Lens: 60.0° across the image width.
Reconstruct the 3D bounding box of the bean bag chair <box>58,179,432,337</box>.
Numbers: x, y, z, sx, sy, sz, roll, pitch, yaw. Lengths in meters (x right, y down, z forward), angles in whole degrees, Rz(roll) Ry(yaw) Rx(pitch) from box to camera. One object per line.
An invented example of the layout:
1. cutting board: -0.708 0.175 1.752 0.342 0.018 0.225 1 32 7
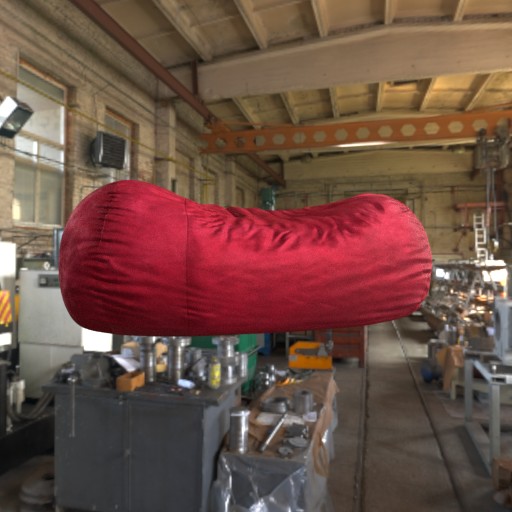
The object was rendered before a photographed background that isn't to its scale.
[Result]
1. bean bag chair: 0.000 0.000 2.819 2.293 0.867 1.216 0 -1 -19
